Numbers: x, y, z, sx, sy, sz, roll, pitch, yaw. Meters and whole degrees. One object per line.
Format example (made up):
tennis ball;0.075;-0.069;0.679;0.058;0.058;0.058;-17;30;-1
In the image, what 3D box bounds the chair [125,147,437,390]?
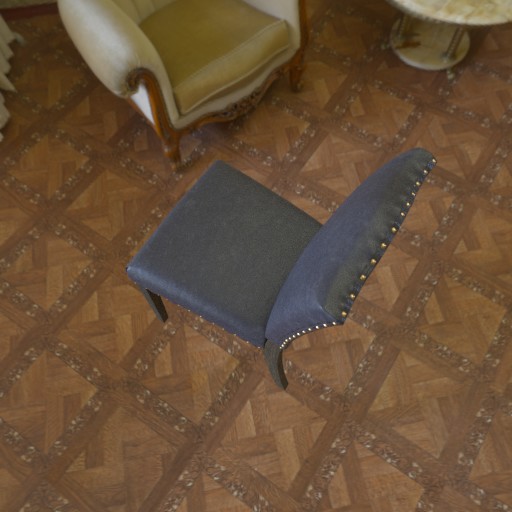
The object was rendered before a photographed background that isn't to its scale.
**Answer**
chair;0.000;0.000;1.324;0.633;0.991;0.500;30;68;14
